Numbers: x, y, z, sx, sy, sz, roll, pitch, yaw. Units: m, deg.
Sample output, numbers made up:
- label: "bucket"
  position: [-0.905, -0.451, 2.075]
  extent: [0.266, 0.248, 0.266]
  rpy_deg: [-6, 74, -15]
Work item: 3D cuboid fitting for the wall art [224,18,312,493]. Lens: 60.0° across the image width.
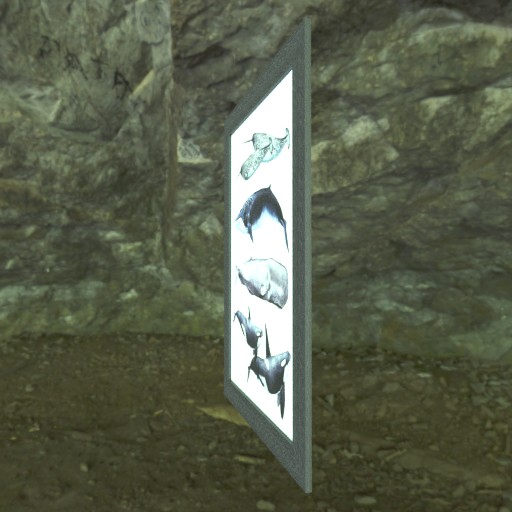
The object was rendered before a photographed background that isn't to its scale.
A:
- label: "wall art"
  position: [0.000, 0.000, 1.429]
  extent: [0.016, 1.116, 0.810]
  rpy_deg: [0, -1, -18]
